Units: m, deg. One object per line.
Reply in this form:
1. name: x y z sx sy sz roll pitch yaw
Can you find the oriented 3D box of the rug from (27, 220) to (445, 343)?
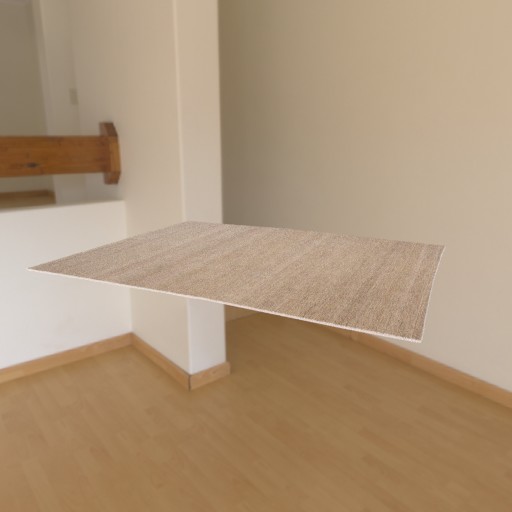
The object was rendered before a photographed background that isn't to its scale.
1. rug: 0.000 0.000 4.230 3.245 0.046 2.467 7 17 25
